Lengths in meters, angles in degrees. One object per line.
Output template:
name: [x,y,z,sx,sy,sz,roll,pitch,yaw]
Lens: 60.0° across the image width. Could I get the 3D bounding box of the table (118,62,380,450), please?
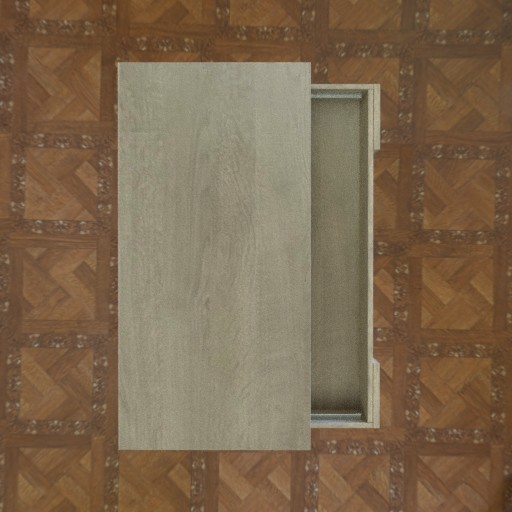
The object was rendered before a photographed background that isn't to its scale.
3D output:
table: [0.000,0.000,1.426,0.711,0.570,1.000,0,90,0]
